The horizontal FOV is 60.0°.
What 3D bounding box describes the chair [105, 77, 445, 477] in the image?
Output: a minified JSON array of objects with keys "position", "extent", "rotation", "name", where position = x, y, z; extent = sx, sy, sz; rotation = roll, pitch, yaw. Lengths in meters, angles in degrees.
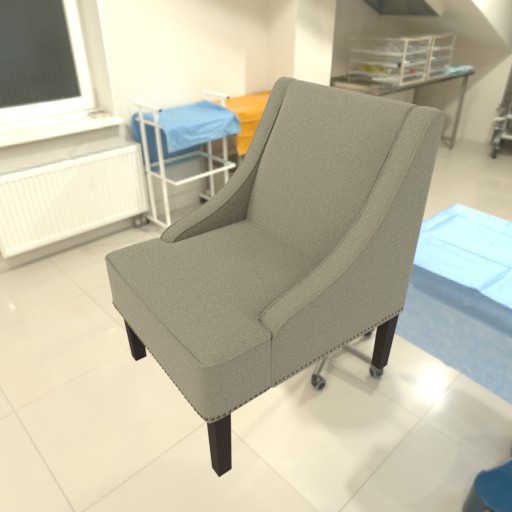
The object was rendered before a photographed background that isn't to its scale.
[{"position":[0.000,0.000,1.320],"extent":[0.737,0.864,0.610],"rotation":[-21,37,-31],"name":"chair"}]
